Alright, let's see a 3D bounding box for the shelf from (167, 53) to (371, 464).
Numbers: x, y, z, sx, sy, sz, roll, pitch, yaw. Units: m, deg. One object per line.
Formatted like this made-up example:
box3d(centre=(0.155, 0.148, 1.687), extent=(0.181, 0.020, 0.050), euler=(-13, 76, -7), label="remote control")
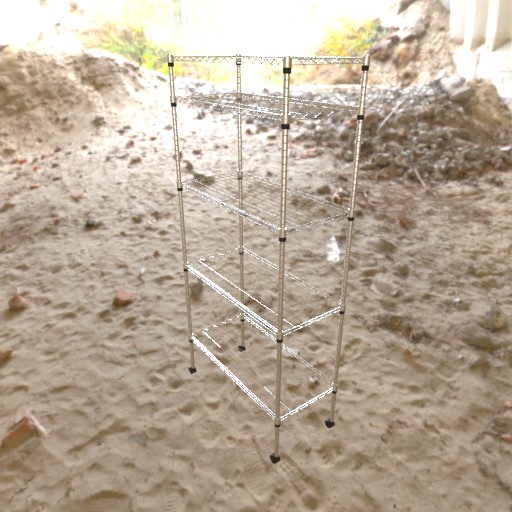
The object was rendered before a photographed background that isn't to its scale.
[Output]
box3d(centre=(0.000, 0.000, 1.918), extent=(0.356, 1.587, 0.762), euler=(-17, 30, -33), label="shelf")
